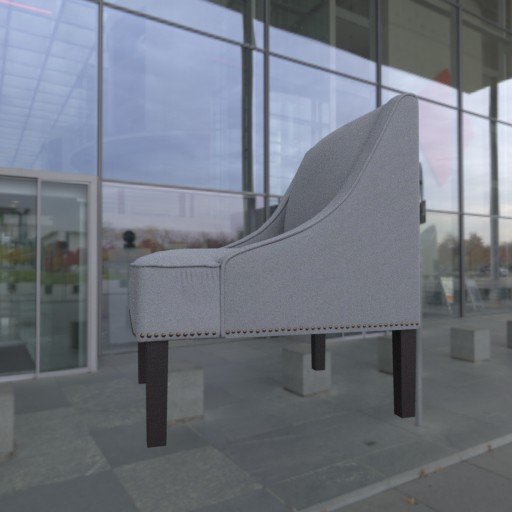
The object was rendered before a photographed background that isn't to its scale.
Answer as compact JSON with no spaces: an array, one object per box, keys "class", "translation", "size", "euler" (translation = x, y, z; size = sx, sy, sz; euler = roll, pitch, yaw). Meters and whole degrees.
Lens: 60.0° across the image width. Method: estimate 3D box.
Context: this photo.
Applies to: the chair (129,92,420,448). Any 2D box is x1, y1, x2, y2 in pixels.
[{"class":"chair","translation":[0.000,0.000,1.371],"size":[0.747,0.867,0.631],"euler":[0,-1,-17]}]
